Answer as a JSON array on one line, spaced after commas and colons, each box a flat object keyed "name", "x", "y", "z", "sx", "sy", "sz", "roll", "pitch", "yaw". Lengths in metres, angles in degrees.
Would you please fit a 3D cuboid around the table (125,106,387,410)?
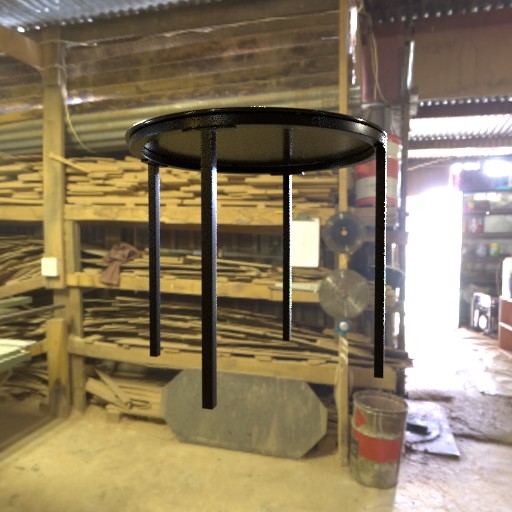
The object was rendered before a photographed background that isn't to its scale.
[{"name": "table", "x": 0.000, "y": 0.000, "z": 0.886, "sx": 0.499, "sy": 0.443, "sz": 0.499, "roll": 0, "pitch": 2, "yaw": 0}]
